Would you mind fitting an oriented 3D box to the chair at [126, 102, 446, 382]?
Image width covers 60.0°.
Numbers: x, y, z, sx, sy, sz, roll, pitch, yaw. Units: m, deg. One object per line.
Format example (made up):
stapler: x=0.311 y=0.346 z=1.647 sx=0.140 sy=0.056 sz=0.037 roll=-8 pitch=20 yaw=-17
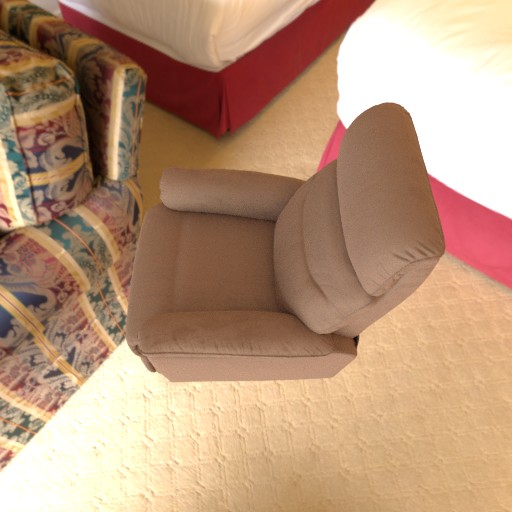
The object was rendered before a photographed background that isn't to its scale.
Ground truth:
chair: x=0.000 y=0.000 z=1.702 sx=1.004 sy=1.037 sz=0.820 roll=0 pitch=58 yaw=0
